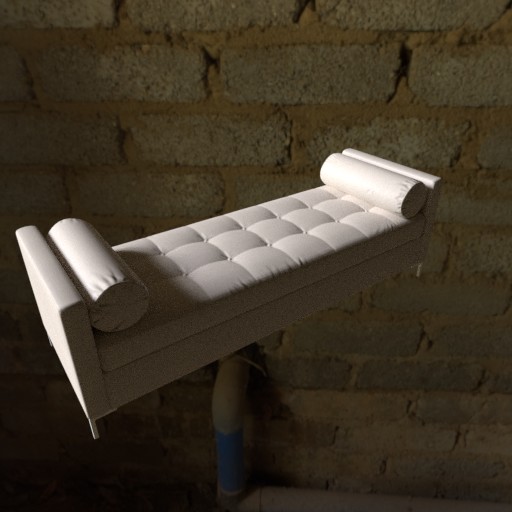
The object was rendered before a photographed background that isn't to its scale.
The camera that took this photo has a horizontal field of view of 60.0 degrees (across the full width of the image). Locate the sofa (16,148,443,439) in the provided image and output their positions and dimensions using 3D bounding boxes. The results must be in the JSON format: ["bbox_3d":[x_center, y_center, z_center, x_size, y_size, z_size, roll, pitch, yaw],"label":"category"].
[{"bbox_3d":[0.000,0.000,2.246,1.981,0.635,0.686,-20,36,-30],"label":"sofa"}]
